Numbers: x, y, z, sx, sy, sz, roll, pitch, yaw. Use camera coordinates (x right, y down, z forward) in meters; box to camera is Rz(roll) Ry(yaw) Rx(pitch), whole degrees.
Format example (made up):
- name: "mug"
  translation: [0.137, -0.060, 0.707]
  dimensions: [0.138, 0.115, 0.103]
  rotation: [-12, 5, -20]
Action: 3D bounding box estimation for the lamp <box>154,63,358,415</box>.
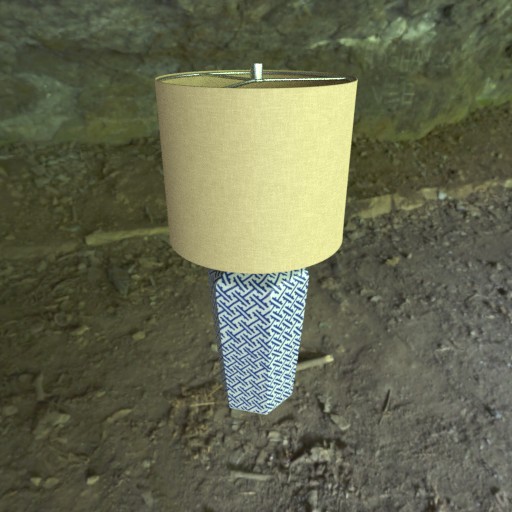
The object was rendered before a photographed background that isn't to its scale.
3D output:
- name: "lamp"
  translation: [0.000, 0.000, 0.855]
  dimensions: [0.320, 0.682, 0.320]
  rotation: [9, 28, 17]
